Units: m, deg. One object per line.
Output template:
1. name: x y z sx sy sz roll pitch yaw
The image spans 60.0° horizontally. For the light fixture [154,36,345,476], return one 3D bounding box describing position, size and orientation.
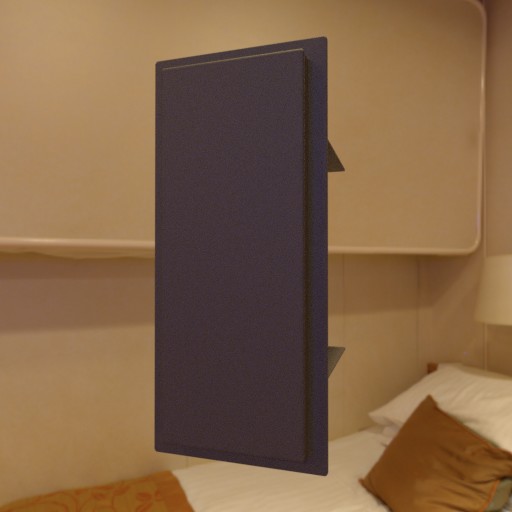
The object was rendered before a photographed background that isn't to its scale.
1. light fixture: 0.000 0.000 0.425 0.153 0.347 0.146 0 -1 18
